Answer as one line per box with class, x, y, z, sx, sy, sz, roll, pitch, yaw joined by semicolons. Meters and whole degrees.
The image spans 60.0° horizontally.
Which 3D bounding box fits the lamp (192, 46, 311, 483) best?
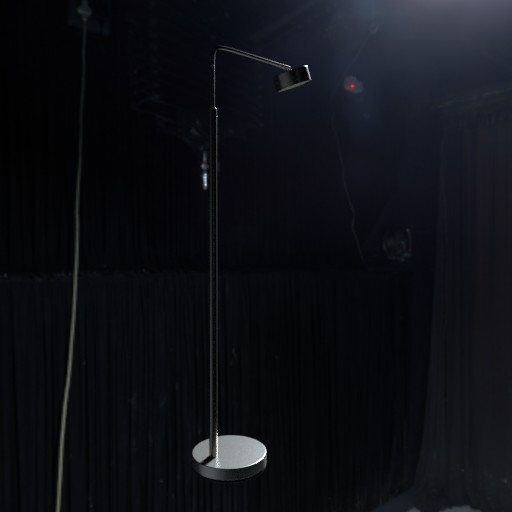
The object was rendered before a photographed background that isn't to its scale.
lamp;0.000;0.000;1.383;0.421;1.250;0.222;-1;1;-36
